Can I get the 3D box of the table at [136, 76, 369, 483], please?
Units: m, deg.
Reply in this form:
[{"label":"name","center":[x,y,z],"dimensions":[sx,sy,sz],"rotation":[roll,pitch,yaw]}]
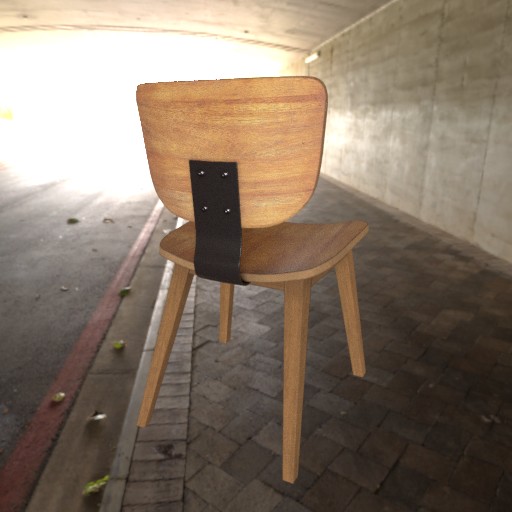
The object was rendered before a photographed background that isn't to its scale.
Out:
[{"label":"table","center":[0.000,0.000,1.114],"dimensions":[0.499,0.805,0.500],"rotation":[8,19,25]}]
